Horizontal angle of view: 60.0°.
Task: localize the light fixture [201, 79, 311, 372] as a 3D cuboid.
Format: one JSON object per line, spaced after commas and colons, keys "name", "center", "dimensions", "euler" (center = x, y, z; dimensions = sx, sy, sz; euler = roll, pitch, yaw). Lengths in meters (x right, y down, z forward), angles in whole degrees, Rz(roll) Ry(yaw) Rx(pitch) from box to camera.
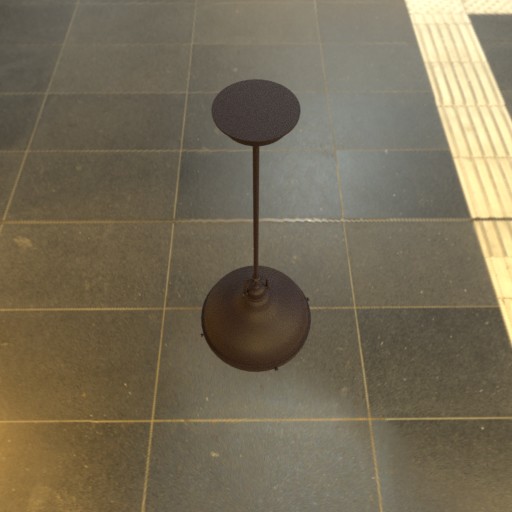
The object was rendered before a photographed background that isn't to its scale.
{"name": "light fixture", "center": [0.000, 0.000, 1.013], "dimensions": [0.341, 0.849, 0.341], "euler": [-17, 61, -10]}
